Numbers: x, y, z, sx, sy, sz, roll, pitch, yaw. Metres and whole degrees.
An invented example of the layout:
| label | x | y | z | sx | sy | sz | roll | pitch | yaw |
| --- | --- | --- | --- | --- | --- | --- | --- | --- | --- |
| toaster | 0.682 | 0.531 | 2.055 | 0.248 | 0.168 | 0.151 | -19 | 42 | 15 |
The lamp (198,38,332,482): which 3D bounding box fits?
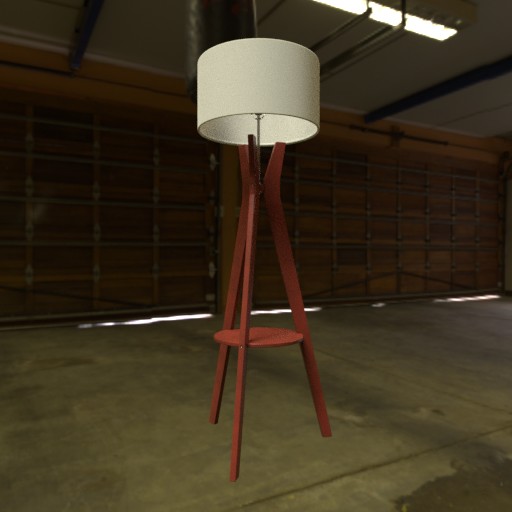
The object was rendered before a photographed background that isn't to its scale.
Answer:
| label | x | y | z | sx | sy | sz | roll | pitch | yaw |
| --- | --- | --- | --- | --- | --- | --- | --- | --- | --- |
| lamp | 0.000 | 0.000 | 1.702 | 0.539 | 1.472 | 0.542 | 0 | 0 | 17 |
